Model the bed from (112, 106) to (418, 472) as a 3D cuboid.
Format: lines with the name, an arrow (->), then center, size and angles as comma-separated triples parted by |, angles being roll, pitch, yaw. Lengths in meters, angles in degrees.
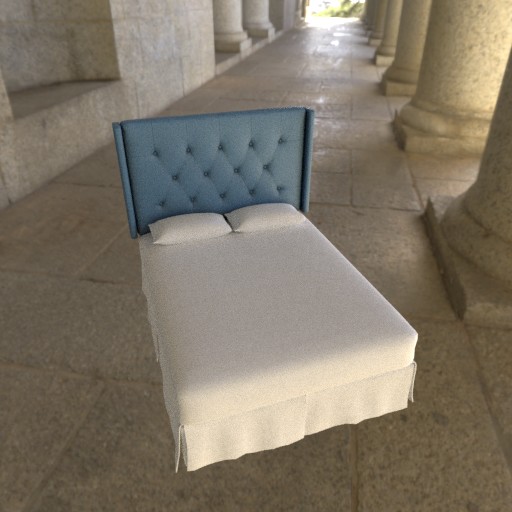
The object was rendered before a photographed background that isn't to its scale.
bed -> 0.000, 0.000, 3.331 | 1.719, 1.665, 2.078 | -10, 33, -16
